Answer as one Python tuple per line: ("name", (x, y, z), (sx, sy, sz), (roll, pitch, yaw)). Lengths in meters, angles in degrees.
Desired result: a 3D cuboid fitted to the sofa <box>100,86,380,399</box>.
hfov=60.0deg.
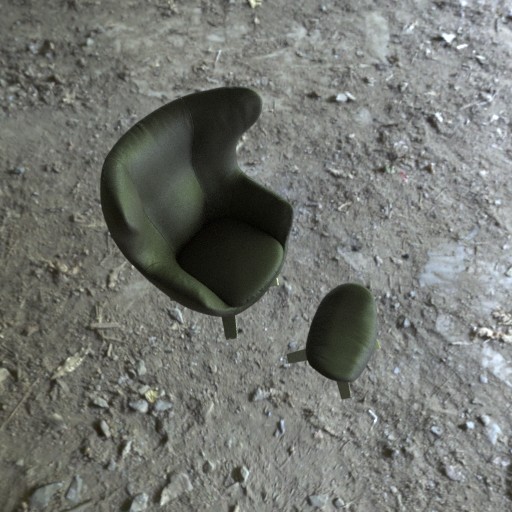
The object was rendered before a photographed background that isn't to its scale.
("sofa", (0.000, 0.000, 2.169), (1.444, 1.135, 0.894), (31, 63, 18))
